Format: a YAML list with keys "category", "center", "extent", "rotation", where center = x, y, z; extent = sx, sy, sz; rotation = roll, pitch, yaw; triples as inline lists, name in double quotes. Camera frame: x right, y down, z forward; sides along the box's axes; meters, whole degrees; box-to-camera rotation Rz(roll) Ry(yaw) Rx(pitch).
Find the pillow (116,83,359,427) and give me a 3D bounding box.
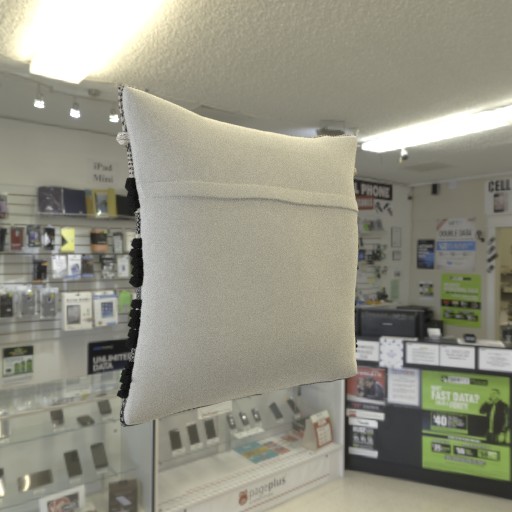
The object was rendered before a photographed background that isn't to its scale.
- category: "pillow"
  center: [0.000, 0.000, 0.688]
  extent: [0.436, 0.438, 0.156]
  rotation: [0, 0, -35]
